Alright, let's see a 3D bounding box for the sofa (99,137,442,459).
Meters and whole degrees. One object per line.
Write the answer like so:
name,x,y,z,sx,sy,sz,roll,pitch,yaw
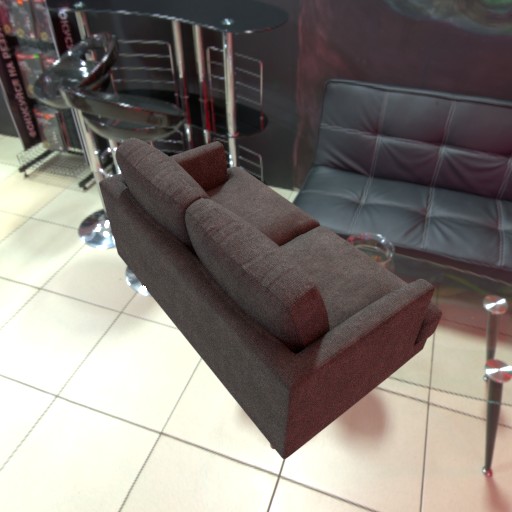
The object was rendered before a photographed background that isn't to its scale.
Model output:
sofa,0.000,0.000,2.196,0.903,0.956,1.582,-27,48,-27
